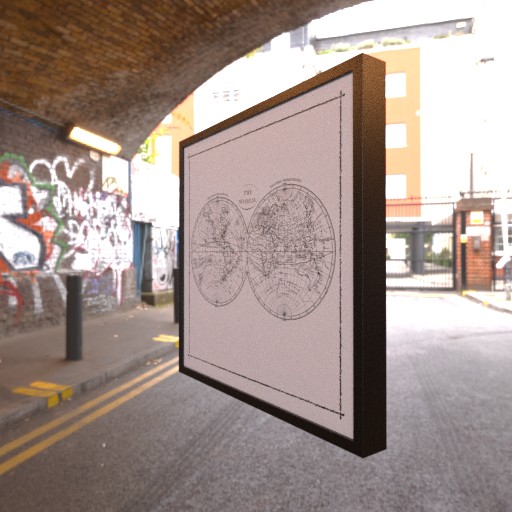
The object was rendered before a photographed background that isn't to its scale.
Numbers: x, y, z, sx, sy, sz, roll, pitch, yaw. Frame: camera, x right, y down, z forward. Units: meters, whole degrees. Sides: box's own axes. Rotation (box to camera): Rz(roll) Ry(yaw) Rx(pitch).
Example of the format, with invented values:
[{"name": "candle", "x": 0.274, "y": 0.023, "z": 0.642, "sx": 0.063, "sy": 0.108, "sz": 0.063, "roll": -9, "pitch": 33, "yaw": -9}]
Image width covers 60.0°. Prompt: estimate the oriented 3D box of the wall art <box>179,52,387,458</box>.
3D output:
[{"name": "wall art", "x": 0.000, "y": 0.000, "z": 0.488, "sx": 0.029, "sy": 0.318, "sz": 0.327, "roll": 0, "pitch": 0, "yaw": -35}]
